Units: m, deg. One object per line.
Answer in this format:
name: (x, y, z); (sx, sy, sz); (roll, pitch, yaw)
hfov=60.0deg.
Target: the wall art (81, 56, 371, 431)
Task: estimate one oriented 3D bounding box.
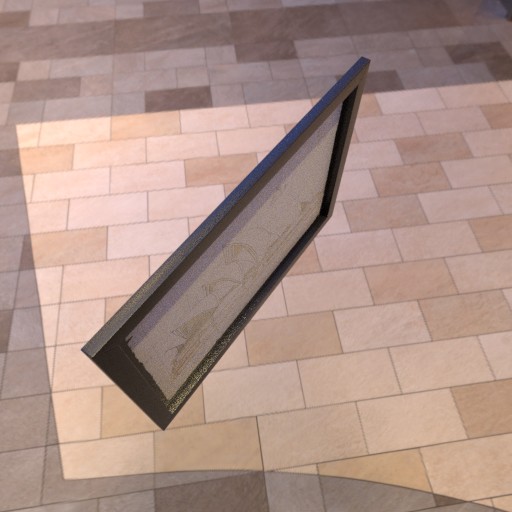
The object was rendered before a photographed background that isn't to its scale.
wall art: (0.000, 0.000, 0.558); (0.013, 0.306, 0.440); (32, 64, 18)
